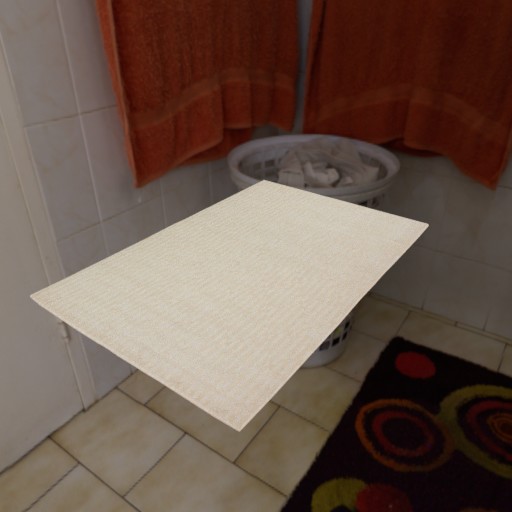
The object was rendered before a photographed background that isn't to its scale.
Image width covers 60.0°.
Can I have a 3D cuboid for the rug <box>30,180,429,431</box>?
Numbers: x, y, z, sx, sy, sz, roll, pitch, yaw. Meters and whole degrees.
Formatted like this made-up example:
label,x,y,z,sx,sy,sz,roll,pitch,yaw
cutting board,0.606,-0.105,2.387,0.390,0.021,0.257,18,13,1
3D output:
label,x,y,z,sx,sy,sz,roll,pitch,yaw
rug,0.000,0.000,2.350,1.238,0.014,1.848,21,36,31
